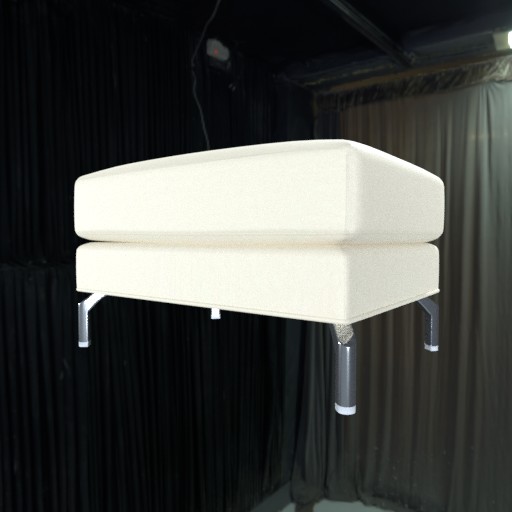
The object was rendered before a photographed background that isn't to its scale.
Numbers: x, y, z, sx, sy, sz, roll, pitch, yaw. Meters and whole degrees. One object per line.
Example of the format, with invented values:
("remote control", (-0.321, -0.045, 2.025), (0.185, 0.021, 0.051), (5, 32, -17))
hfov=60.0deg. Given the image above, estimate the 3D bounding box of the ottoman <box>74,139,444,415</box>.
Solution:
("ottoman", (0.000, 0.000, 1.194), (0.835, 0.497, 0.581), (2, 3, 37))
